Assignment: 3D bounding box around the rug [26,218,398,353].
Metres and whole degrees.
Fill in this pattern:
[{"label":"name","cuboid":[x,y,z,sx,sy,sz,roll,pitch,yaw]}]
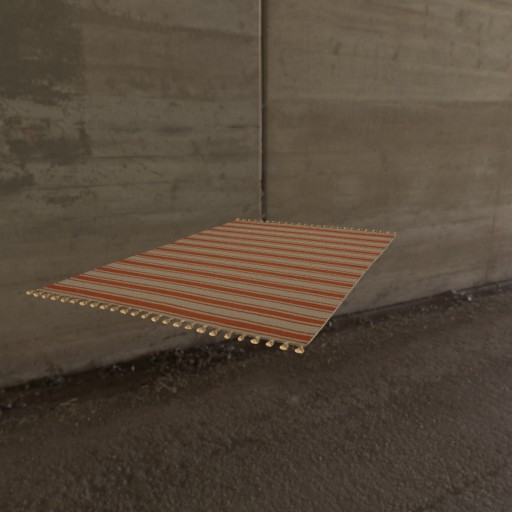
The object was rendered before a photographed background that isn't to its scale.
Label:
[{"label":"rug","cuboid":[0.000,0.000,3.077,1.556,0.022,2.433,7,17,25]}]
